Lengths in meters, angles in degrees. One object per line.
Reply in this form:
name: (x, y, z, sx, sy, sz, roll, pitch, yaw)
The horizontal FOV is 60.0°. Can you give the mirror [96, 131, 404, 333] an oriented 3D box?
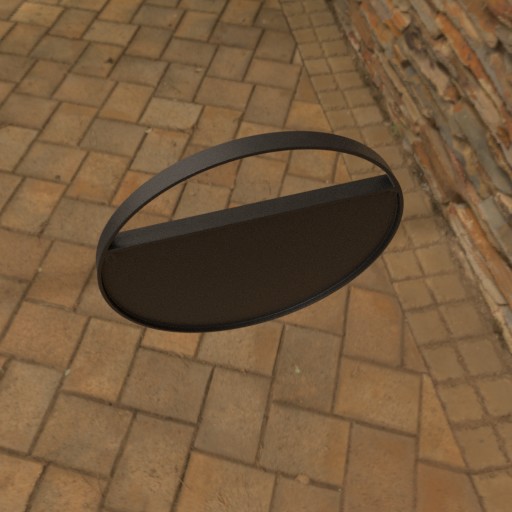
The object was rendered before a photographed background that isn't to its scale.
mirror: (0.000, 0.000, 0.832, 0.565, 0.565, 0.032, -13, 59, -8)
